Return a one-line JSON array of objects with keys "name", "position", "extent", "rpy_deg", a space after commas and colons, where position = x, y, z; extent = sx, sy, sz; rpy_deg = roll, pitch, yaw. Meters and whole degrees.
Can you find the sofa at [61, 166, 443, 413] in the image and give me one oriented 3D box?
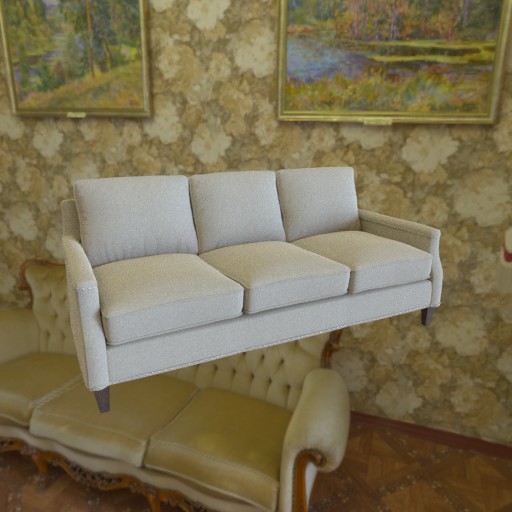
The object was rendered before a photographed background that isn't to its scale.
[{"name": "sofa", "position": [0.000, 0.000, 2.828], "extent": [2.246, 1.003, 1.084], "rpy_deg": [-8, 18, -26]}]
